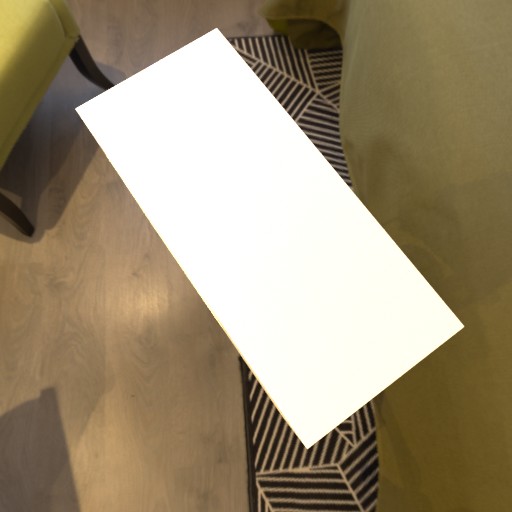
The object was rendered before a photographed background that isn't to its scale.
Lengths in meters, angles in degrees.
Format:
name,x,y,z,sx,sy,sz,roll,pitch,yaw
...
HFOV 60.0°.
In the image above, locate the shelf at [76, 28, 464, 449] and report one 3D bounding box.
name,x,y,z,sx,sy,sz,roll,pitch,yaw
shelf,0.000,0.000,1.313,0.396,0.732,0.895,-34,77,-9
